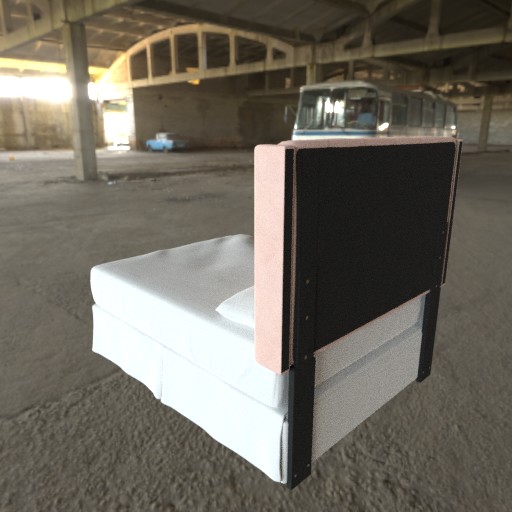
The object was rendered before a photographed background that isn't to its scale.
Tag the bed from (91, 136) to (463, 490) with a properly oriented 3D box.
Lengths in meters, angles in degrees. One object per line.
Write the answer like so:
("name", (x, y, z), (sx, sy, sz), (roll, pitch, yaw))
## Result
("bed", (0.000, 0.000, 3.175), (1.719, 1.665, 2.066), (-15, 22, -42))
